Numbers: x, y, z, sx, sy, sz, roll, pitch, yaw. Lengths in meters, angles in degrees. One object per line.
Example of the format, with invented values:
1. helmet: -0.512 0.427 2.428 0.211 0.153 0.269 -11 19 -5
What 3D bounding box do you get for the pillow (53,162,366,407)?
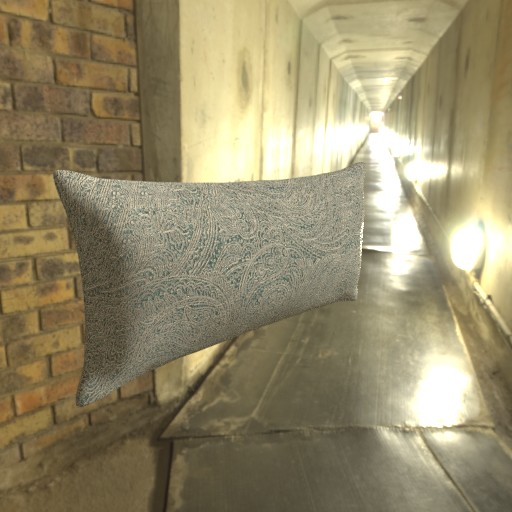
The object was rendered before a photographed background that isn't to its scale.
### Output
1. pillow: 0.000 0.000 0.727 0.615 0.295 0.151 -12 18 -42
